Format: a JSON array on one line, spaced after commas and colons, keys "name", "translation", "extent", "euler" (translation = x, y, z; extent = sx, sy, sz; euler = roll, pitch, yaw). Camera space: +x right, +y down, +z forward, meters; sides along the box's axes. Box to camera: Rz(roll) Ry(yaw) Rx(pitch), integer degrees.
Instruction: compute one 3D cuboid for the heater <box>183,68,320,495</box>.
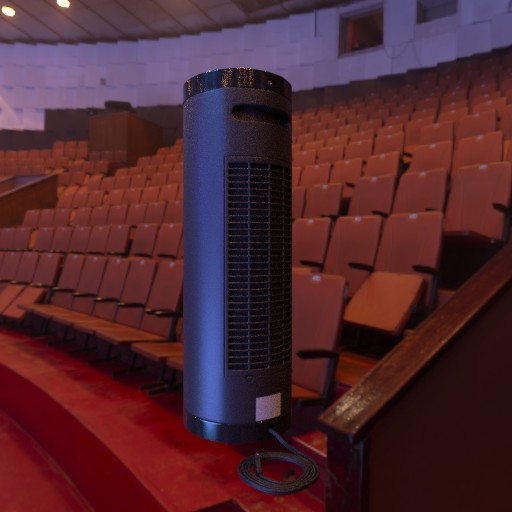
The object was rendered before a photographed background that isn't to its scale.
[{"name": "heater", "translation": [0.000, 0.000, 0.669], "extent": [0.174, 0.552, 0.312], "euler": [0, 1, -34]}]
